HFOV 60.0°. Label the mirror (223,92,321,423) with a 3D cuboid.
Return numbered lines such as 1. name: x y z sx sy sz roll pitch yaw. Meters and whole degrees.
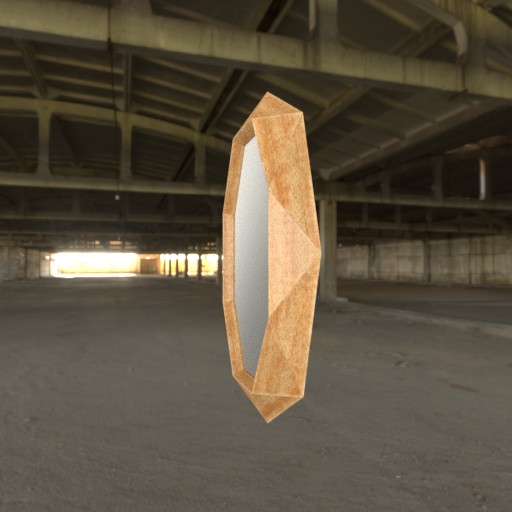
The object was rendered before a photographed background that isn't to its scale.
1. mirror: 0.000 0.000 1.027 0.070 0.774 0.577 0 -1 -17
